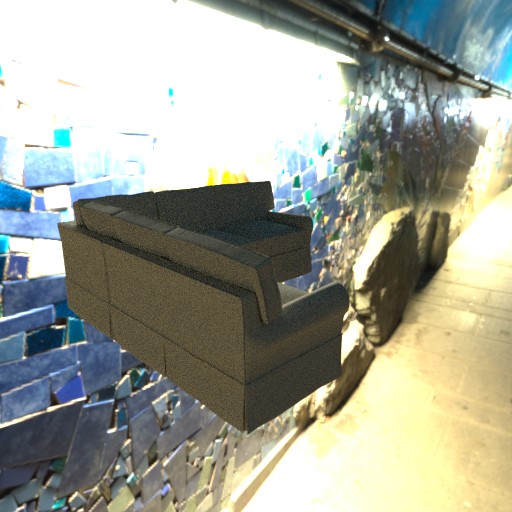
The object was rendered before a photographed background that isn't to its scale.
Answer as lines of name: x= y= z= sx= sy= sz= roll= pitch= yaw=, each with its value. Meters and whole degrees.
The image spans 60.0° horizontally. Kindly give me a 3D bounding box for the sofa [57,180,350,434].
sofa: x=0.000 y=0.000 z=4.092 sx=2.597 sy=1.070 sz=2.591 roll=-15 pitch=22 yaw=-42
